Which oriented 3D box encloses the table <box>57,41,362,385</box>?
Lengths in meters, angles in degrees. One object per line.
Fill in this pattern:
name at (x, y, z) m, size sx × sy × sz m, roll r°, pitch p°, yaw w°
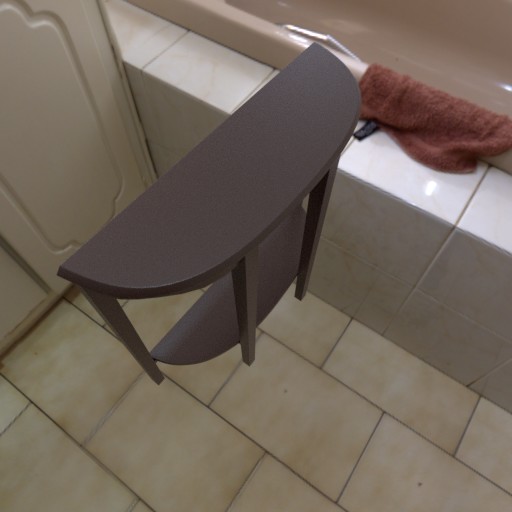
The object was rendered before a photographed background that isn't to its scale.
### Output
table at (0.000, 0.000, 1.340) m, size 0.274 × 0.831 × 0.909 m, roll 34°, pitch 65°, yaw 18°
